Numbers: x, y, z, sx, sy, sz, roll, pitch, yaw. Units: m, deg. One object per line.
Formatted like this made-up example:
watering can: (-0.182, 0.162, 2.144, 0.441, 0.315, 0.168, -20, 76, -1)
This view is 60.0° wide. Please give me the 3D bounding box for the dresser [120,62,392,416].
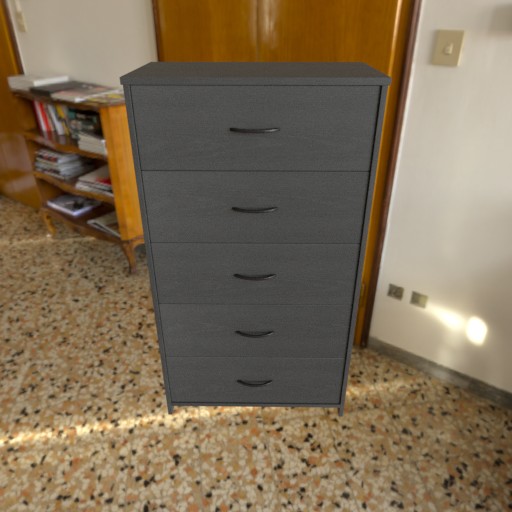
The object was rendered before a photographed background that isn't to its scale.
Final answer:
dresser: (0.000, 0.000, 1.605, 0.704, 1.255, 0.399, 0, 29, 1)
